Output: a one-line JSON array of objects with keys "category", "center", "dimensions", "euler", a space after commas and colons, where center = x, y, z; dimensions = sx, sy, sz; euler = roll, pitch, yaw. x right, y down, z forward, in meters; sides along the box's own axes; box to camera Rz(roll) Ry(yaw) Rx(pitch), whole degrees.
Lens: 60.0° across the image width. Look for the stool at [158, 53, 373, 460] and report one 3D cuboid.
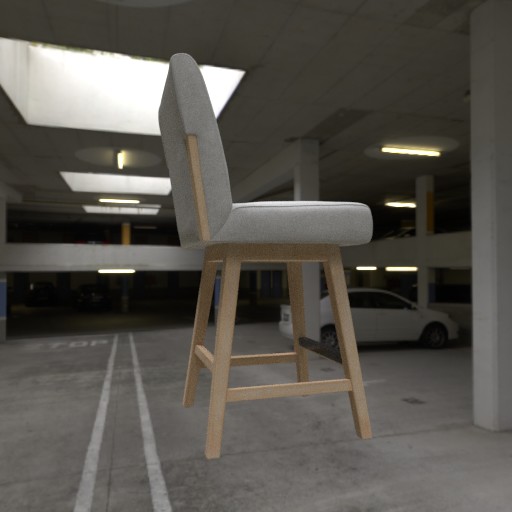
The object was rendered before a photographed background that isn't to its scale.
[{"category": "stool", "center": [0.000, 0.000, 1.458], "dimensions": [0.606, 1.085, 0.507], "euler": [0, -1, -17]}]
